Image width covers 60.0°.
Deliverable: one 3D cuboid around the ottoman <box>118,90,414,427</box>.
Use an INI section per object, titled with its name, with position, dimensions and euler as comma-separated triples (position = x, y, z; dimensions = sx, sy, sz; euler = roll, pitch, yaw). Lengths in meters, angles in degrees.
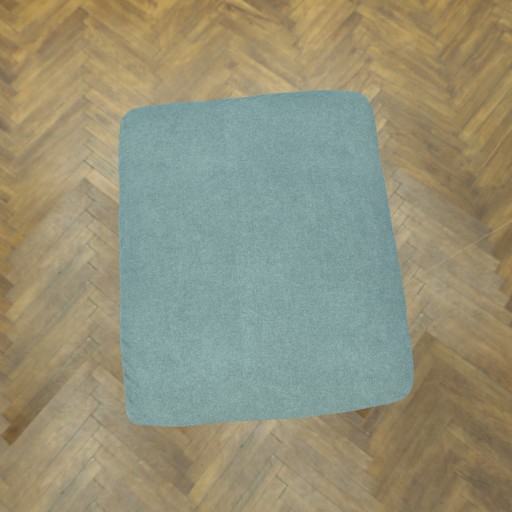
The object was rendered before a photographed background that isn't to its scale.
[ottoman]
position = 0.000, 0.000, 1.217
dimensions = 0.683, 0.481, 0.837
euler = -5, 75, -1
